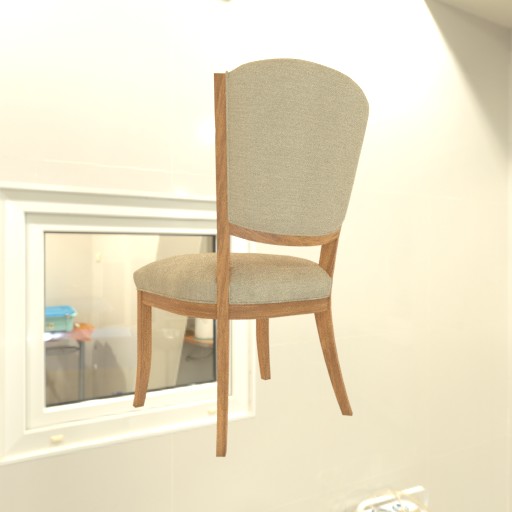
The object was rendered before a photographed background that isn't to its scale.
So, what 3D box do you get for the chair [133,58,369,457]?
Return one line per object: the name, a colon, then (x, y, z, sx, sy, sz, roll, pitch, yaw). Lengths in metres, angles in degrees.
chair: (0.000, 0.000, 1.264, 0.513, 0.905, 0.584, 0, 0, -36)
